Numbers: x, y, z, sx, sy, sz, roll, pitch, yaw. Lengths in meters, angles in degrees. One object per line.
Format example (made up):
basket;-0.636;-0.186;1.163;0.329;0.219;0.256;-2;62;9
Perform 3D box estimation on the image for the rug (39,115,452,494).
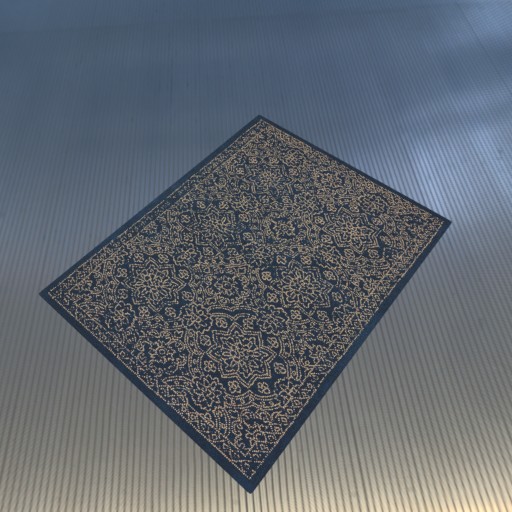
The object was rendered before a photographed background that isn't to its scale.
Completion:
rug;0.000;0.000;4.097;2.438;0.010;3.048;35;64;20
